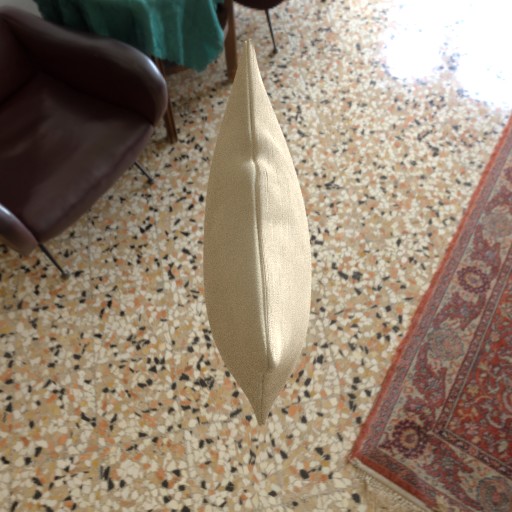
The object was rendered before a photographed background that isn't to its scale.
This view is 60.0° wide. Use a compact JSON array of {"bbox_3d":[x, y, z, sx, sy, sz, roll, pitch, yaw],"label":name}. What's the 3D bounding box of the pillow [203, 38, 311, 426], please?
[{"bbox_3d":[0.000,0.000,0.668,0.162,0.420,0.437,-3,62,-1],"label":"pillow"}]
